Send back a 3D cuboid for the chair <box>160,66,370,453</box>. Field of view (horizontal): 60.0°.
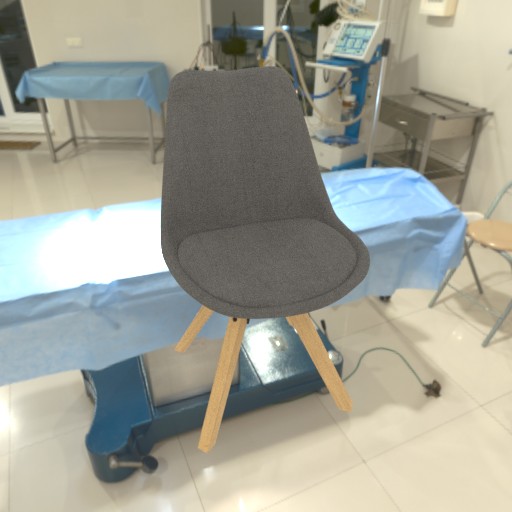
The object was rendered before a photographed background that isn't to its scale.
[{"bbox_3d":[0.000,0.000,1.171,0.485,0.850,0.550,-10,33,-15],"label":"chair"}]
